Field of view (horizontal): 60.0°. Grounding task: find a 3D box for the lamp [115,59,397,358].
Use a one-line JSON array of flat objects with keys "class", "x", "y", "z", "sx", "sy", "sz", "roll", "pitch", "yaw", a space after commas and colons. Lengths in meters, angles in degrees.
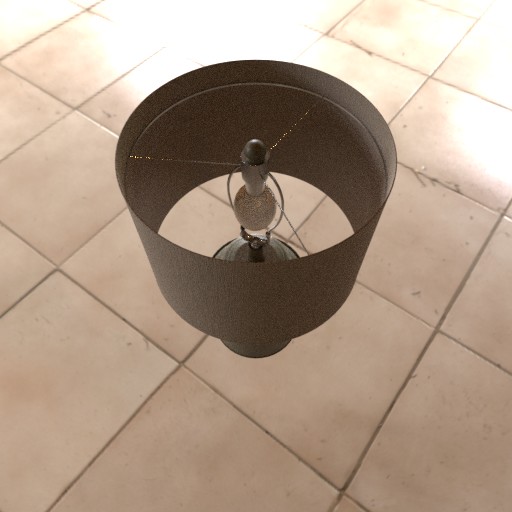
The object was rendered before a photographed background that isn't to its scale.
[{"class": "lamp", "x": 0.000, "y": 0.000, "z": 0.709, "sx": 0.318, "sy": 0.486, "sz": 0.318, "roll": 0, "pitch": 58, "yaw": 0}]
